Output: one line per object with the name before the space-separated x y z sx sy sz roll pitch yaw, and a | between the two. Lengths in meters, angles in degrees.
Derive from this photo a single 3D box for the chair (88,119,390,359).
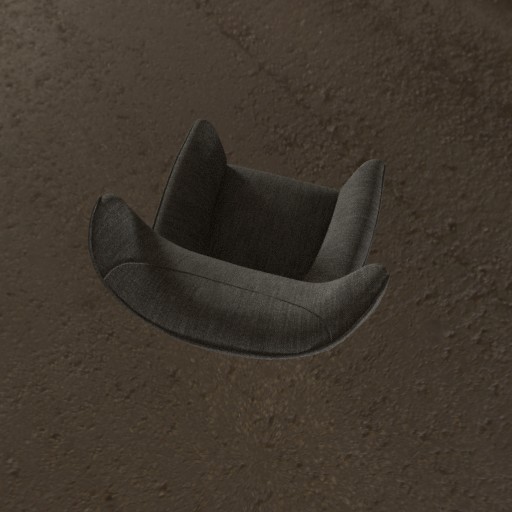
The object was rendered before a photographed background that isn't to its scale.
chair | 0.000 0.000 1.600 0.781 0.933 0.888 15 66 7
